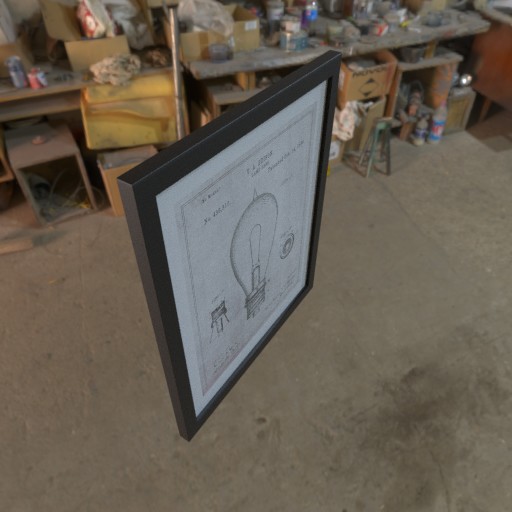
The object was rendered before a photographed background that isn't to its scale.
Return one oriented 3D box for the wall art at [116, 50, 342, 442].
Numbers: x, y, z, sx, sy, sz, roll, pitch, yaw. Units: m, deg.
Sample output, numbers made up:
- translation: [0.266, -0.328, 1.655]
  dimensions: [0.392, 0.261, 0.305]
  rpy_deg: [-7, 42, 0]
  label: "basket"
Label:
- translation: [0.000, 0.000, 0.706]
  dimensions: [0.021, 0.509, 0.430]
  rpy_deg: [24, 48, 24]
  label: "wall art"
